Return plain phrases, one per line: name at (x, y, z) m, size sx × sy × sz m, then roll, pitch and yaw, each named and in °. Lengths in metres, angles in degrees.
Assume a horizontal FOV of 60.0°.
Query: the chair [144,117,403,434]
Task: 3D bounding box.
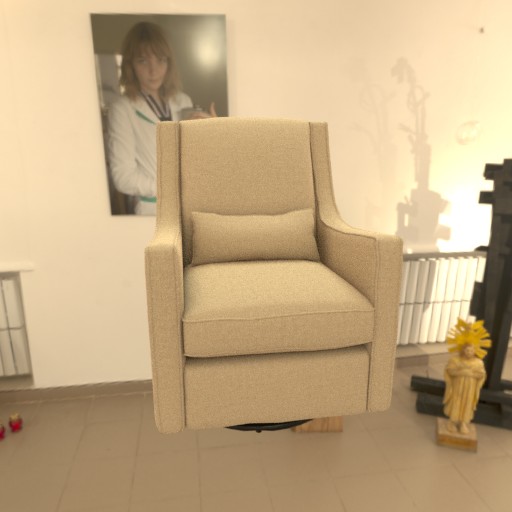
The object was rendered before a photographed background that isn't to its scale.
chair at (0.000, 0.000, 1.621) m, size 0.732 × 0.993 × 0.879 m, roll -3°, pitch 16°, yaw -9°
